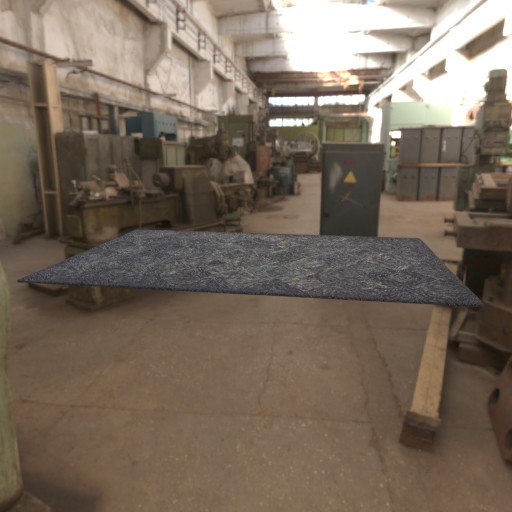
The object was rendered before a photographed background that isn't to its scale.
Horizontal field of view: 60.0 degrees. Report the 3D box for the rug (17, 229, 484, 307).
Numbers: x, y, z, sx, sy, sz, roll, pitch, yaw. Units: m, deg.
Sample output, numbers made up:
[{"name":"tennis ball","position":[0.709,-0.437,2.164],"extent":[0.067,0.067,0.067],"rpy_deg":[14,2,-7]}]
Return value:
[{"name":"rug","position":[0.000,0.000,2.176],"extent":[1.754,0.010,1.139],"rpy_deg":[2,14,9]}]
